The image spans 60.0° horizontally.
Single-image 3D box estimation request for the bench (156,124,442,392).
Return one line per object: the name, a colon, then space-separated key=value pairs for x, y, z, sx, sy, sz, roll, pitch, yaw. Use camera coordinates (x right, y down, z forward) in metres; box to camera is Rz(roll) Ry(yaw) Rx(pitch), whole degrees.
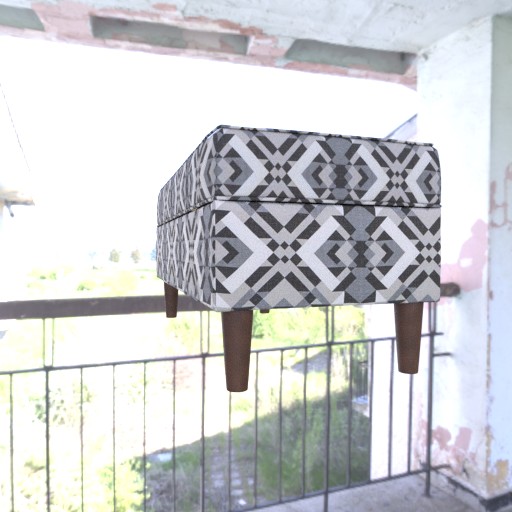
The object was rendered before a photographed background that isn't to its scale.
bench: x=0.000 y=0.000 z=1.306 sx=0.492 sy=0.477 sz=1.016 roll=0 pitch=1 yaw=-18
